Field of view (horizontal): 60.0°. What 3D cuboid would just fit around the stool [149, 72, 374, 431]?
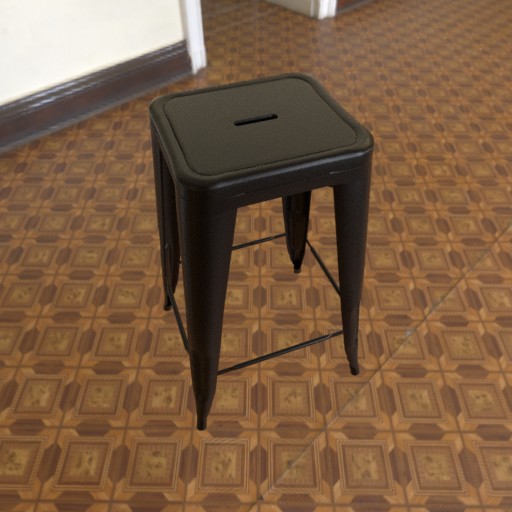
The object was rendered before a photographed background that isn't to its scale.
[{"bbox_3d":[0.000,0.000,0.889,0.455,0.609,0.423,-24,52,-21],"label":"stool"}]
